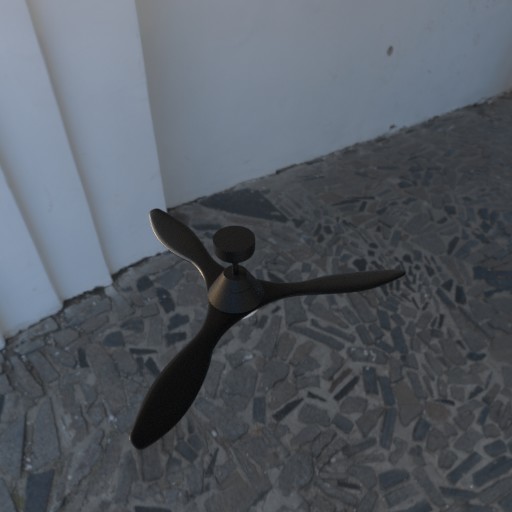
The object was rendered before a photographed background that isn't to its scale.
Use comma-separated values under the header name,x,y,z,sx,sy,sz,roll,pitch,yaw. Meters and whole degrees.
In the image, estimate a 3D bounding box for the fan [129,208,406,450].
name,x,y,z,sx,sy,sz,roll,pitch,yaw
fan,0.000,0.000,1.610,1.067,0.305,1.067,-13,43,-15
